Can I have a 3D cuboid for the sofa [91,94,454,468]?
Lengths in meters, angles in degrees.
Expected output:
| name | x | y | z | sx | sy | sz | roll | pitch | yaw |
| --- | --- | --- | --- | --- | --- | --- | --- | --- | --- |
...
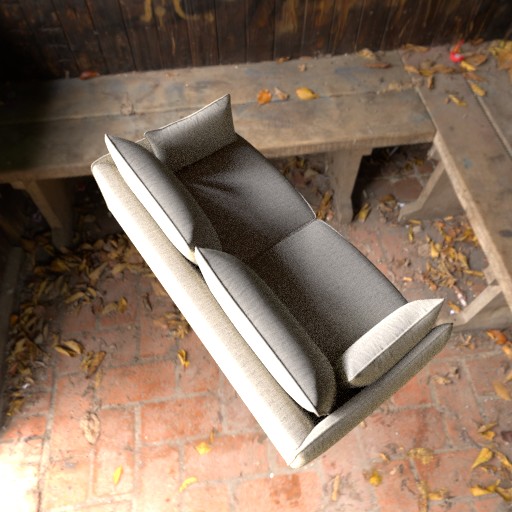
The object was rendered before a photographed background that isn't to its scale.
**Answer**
| name | x | y | z | sx | sy | sz | roll | pitch | yaw |
| --- | --- | --- | --- | --- | --- | --- | --- | --- | --- |
| sofa | 0.000 | 0.000 | 2.472 | 0.991 | 0.860 | 1.989 | -32 | 64 | -18 |
